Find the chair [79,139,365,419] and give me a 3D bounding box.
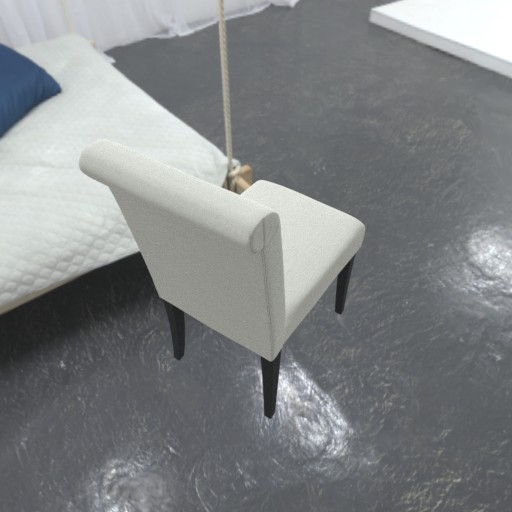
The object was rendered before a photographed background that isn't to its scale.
[{"bbox_3d":[0.000,0.000,1.386,0.452,0.976,0.708,26,52,22],"label":"chair"}]
